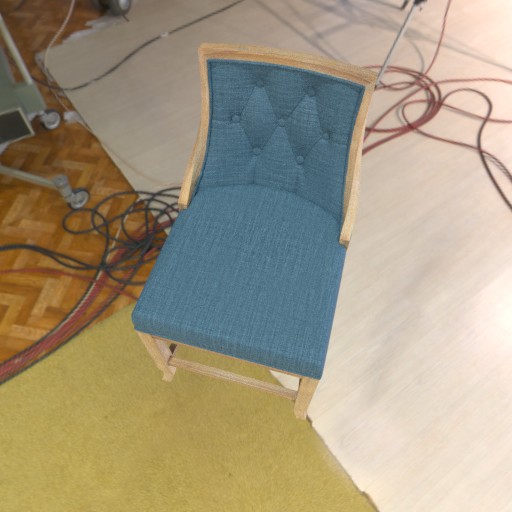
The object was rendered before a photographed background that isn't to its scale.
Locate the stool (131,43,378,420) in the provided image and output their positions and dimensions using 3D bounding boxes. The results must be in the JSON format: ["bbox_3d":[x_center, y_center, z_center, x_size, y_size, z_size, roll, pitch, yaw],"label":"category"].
[{"bbox_3d":[0.000,0.000,1.315,0.524,0.938,0.626,13,59,8],"label":"stool"}]
